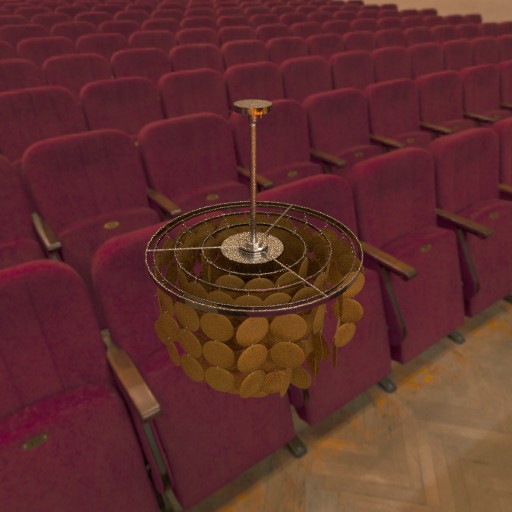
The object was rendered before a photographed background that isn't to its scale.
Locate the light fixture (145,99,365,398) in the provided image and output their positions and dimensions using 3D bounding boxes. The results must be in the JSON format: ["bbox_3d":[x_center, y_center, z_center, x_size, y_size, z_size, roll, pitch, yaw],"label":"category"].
[{"bbox_3d":[0.000,0.000,0.742,0.368,0.492,0.368,0,31,0],"label":"light fixture"}]
